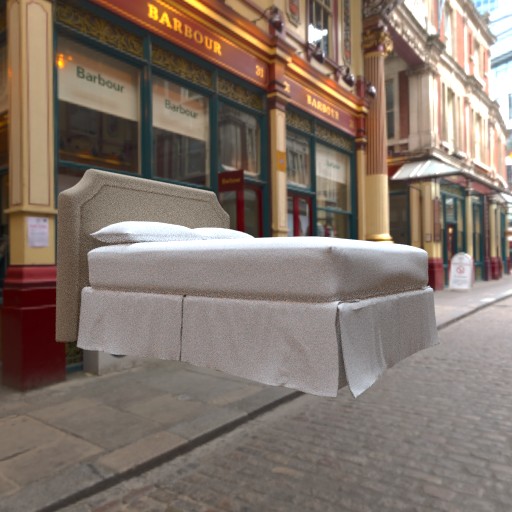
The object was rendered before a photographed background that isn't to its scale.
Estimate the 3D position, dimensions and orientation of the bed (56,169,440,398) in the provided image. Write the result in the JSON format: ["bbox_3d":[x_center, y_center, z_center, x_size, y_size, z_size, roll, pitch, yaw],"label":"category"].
[{"bbox_3d":[0.000,0.000,3.230,2.204,1.301,1.828,-1,-1,36],"label":"bed"}]
